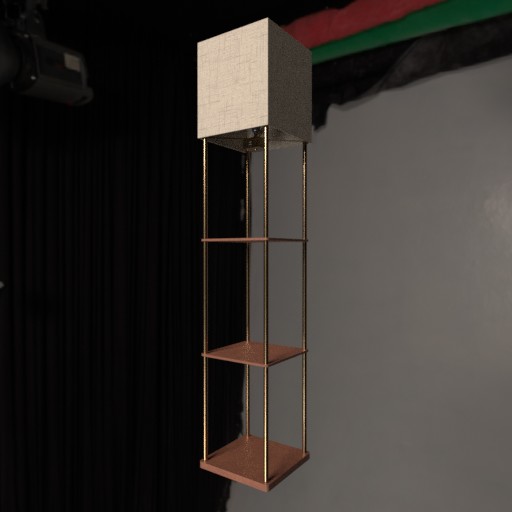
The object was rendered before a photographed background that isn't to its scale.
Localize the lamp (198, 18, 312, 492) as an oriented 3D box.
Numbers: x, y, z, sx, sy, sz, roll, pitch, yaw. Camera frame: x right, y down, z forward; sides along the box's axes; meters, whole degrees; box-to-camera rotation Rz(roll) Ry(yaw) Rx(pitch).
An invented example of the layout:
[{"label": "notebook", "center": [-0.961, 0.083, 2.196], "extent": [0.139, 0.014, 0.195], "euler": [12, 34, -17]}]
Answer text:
[{"label": "lamp", "center": [0.000, 0.000, 1.676], "extent": [0.310, 1.569, 0.308], "euler": [0, 1, 35]}]
